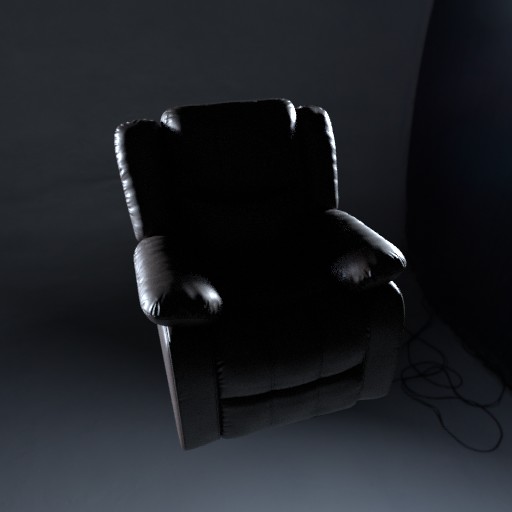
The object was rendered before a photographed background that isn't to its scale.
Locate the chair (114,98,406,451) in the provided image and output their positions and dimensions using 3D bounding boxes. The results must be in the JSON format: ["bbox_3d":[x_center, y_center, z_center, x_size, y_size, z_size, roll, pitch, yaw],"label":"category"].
[{"bbox_3d":[0.000,0.000,1.704,0.899,1.009,0.934,-10,34,-15],"label":"chair"}]
